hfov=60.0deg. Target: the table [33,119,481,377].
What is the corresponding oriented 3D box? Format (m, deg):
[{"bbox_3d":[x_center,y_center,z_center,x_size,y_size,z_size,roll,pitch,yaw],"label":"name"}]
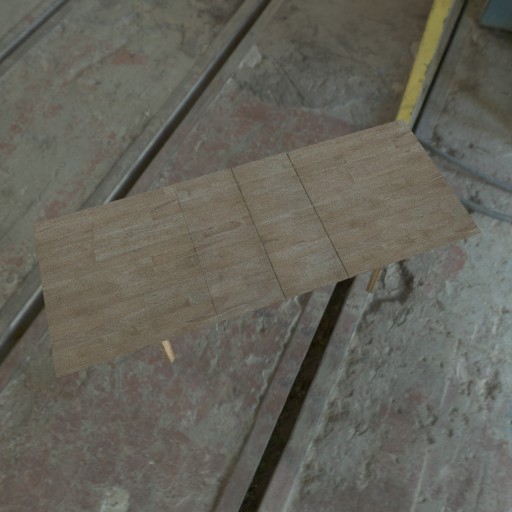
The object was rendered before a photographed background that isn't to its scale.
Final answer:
[{"bbox_3d":[0.000,0.000,3.088,2.603,0.752,1.000,-18,64,-9],"label":"table"}]
